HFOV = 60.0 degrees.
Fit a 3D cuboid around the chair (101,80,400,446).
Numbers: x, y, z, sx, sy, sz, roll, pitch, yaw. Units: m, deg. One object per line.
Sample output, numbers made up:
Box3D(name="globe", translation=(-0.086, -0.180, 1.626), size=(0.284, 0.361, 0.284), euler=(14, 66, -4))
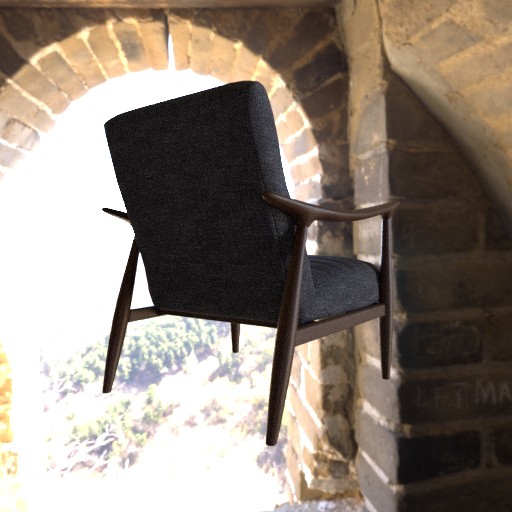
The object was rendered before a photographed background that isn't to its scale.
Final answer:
Box3D(name="chair", translation=(0.000, 0.000, 1.454), size=(0.741, 0.832, 0.798), euler=(0, 1, 36))
